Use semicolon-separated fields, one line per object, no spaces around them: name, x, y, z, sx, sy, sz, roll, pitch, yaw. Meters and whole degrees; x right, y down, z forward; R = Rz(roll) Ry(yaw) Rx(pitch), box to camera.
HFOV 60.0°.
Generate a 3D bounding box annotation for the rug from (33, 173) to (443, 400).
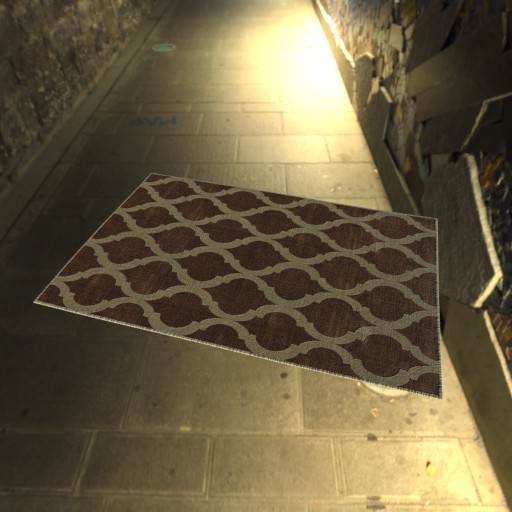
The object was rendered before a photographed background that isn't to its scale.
rug;0.000;0.000;2.889;2.284;0.008;1.522;11;42;12
